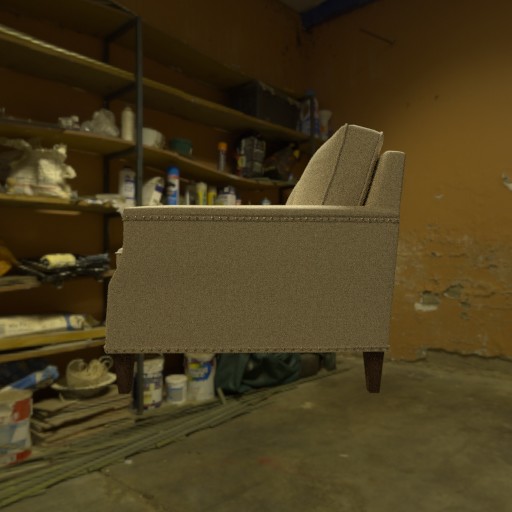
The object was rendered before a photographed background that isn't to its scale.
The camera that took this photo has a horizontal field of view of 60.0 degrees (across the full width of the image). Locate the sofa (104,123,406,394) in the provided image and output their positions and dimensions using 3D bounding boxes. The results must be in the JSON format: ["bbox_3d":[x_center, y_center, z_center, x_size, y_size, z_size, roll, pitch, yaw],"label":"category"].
[{"bbox_3d":[0.000,0.000,2.316,1.084,1.003,1.597,0,-1,-1],"label":"sofa"}]
